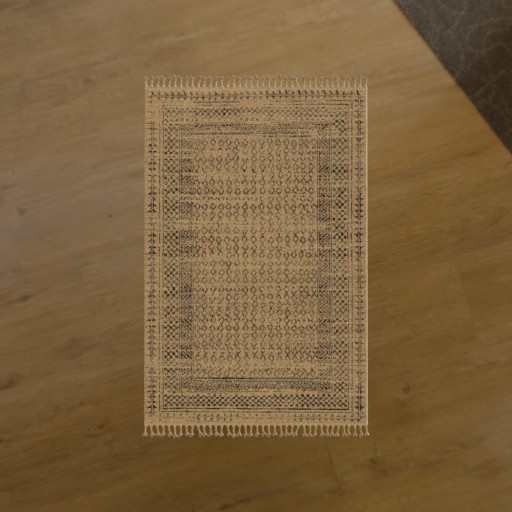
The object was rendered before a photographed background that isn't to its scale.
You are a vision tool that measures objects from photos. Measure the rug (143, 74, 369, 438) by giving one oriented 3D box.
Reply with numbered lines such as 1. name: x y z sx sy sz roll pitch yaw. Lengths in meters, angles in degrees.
1. rug: 0.000 0.000 3.027 1.548 0.013 2.486 0 90 0
